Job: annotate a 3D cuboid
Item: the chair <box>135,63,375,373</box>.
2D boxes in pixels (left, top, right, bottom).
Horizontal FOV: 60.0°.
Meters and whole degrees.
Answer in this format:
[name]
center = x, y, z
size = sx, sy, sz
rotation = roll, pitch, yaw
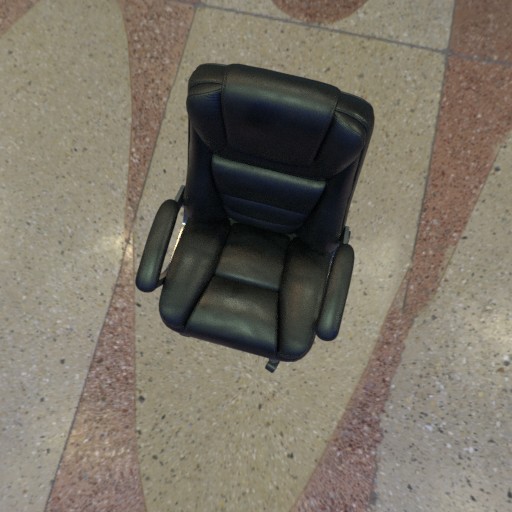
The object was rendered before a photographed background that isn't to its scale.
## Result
[chair]
center = 0.000, 0.000, 1.480
size = 0.697, 1.075, 0.689
rotation = 15, 75, 4
